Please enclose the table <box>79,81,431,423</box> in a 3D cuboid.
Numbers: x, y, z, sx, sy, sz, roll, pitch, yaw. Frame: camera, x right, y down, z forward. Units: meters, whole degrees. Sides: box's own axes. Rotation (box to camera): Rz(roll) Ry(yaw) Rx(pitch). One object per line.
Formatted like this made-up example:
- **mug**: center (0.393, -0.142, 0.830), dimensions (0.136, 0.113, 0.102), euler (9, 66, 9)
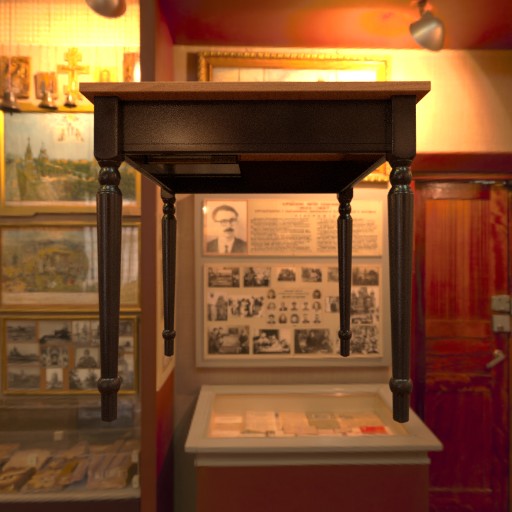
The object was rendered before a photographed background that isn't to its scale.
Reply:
- **table**: center (0.000, 0.000, 1.311), dimensions (0.747, 0.738, 0.747), euler (0, 0, 1)
